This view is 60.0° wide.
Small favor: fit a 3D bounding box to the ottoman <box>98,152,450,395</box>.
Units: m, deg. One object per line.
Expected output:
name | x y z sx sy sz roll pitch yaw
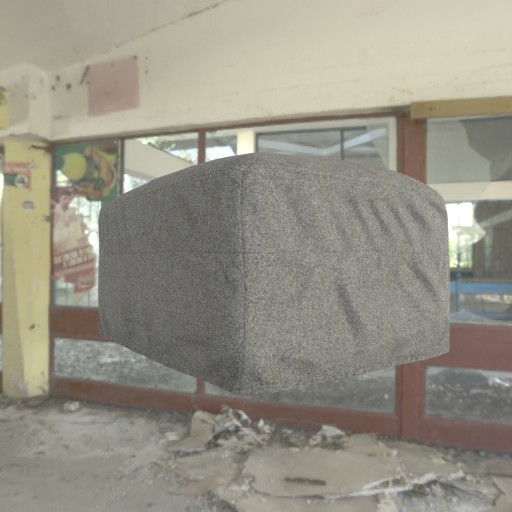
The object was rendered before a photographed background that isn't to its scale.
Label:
ottoman | 0.000 0.000 1.249 0.683 0.481 0.837 0 0 -36
